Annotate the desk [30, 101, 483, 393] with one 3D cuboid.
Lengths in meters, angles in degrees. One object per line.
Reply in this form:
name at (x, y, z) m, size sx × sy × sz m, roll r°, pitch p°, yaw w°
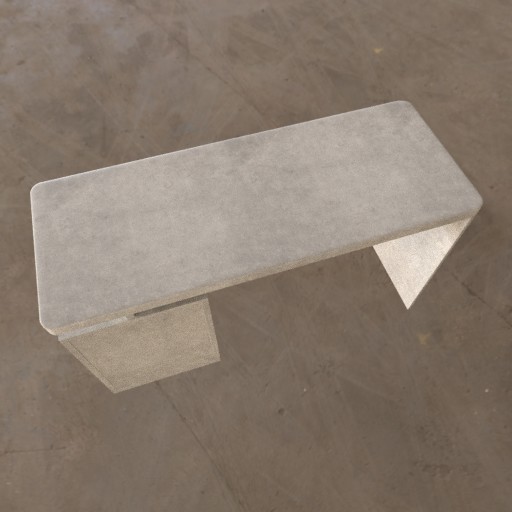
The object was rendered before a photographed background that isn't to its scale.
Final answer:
desk at (0.000, 0.000, 1.764) m, size 1.400 × 0.755 × 0.550 m, roll -15°, pitch 60°, yaw -9°
